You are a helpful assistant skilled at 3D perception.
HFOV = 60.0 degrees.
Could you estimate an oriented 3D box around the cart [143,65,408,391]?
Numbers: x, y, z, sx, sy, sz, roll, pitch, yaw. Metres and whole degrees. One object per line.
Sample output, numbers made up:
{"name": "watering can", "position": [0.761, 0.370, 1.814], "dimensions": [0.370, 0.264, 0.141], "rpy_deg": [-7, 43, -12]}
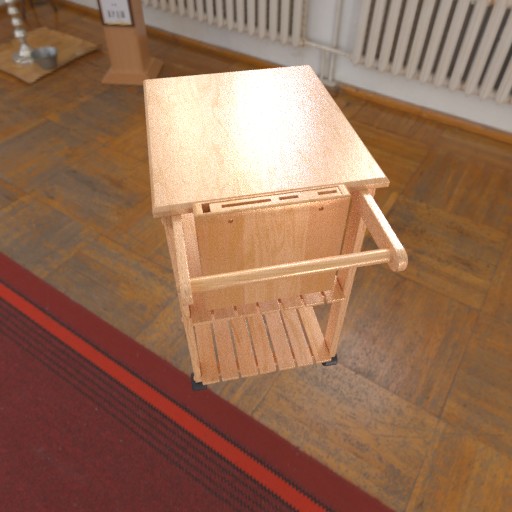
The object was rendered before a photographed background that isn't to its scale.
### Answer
{"name": "cart", "position": [0.000, 0.000, 1.370], "dimensions": [0.520, 0.816, 0.843], "rpy_deg": [-9, 47, -8]}
